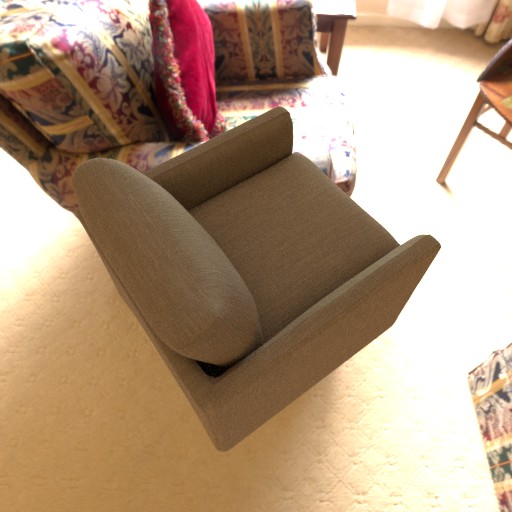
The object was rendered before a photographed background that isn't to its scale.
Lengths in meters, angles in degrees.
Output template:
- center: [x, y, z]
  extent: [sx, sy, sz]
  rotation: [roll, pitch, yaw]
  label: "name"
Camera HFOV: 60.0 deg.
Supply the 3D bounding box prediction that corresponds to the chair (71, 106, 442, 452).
- center: [0.000, 0.000, 1.453]
  extent: [0.834, 0.811, 0.763]
  rotation: [-31, 62, -19]
  label: "chair"
